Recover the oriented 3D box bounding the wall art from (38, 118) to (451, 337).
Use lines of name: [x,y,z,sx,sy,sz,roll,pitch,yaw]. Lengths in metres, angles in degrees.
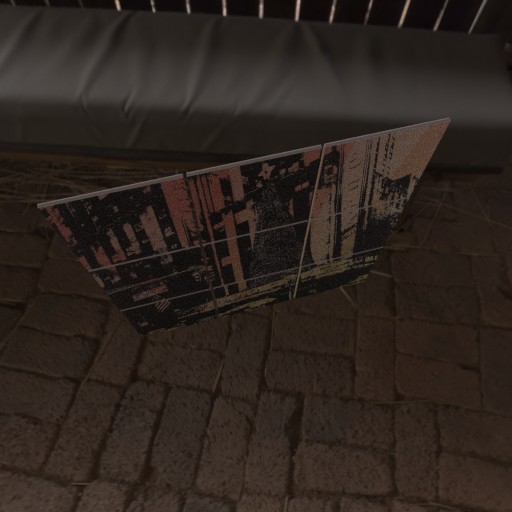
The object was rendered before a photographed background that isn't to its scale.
wall art: [0.000,0.000,2.265,1.527,1.521,0.017,-13,64,-7]
